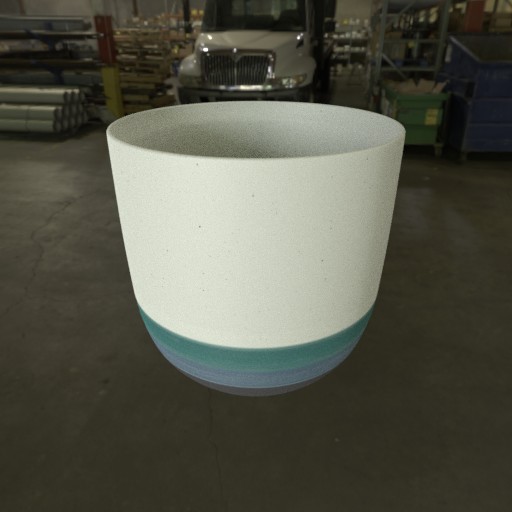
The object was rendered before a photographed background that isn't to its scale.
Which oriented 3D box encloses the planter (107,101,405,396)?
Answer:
[{"bbox_3d":[0.000,0.000,0.363,0.204,0.214,0.204,0,27,0],"label":"planter"}]
